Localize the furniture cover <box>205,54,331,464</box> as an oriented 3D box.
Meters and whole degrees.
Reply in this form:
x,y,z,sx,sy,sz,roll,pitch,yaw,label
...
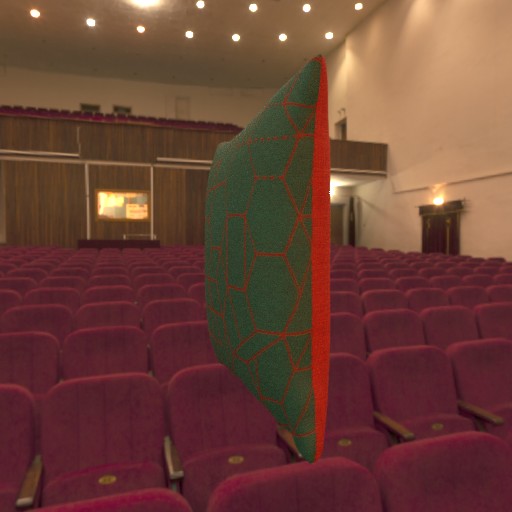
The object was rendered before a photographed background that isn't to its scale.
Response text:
x,y,z,sx,sy,sz,roll,pitch,yaw,label
0.000,0.000,0.789,0.158,0.508,0.517,0,1,-18,furniture cover
